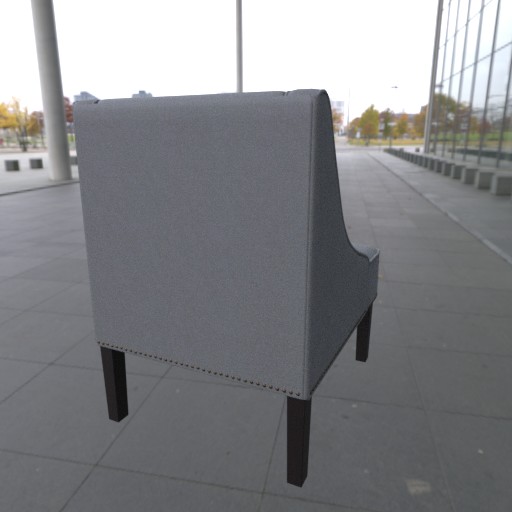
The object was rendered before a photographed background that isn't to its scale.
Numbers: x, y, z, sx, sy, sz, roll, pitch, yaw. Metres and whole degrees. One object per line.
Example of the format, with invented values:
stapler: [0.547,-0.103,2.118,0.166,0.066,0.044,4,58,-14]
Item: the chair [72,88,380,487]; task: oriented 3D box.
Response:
chair: [0.000,0.000,1.339,0.631,0.867,0.747,7,17,25]
